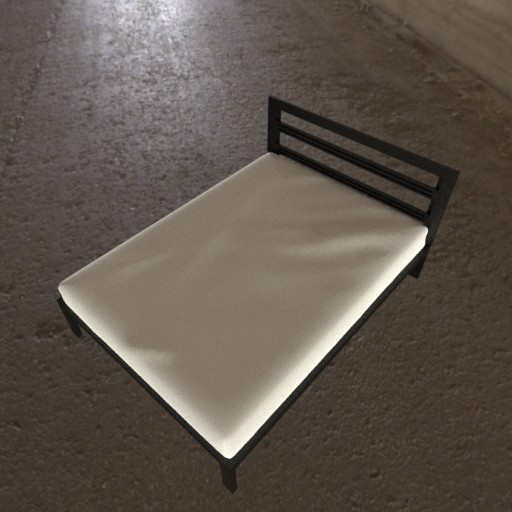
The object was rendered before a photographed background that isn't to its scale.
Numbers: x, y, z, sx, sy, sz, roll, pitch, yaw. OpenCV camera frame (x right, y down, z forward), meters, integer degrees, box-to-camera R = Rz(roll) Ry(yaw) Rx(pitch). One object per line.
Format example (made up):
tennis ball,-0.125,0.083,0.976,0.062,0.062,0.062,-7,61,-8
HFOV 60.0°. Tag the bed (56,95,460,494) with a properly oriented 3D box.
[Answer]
bed,0.000,0.000,2.874,1.524,0.967,2.062,33,54,28
